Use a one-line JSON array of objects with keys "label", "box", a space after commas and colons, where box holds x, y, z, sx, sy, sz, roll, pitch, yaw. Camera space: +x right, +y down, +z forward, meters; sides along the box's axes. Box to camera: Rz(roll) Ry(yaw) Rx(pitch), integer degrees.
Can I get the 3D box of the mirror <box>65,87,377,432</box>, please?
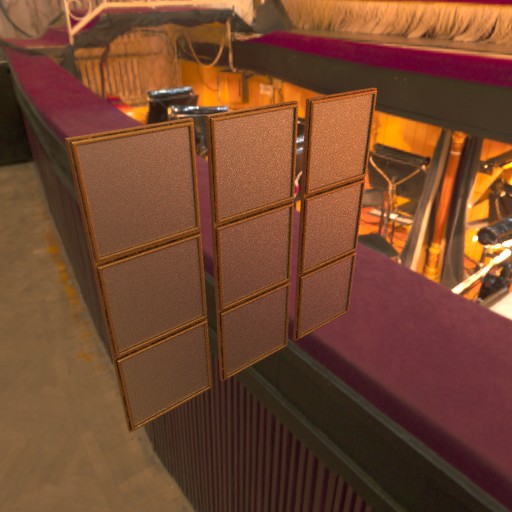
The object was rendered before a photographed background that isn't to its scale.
[{"label": "mirror", "box": [0.000, 0.000, 1.433, 1.011, 0.926, 0.023, -21, 36, -32]}]
